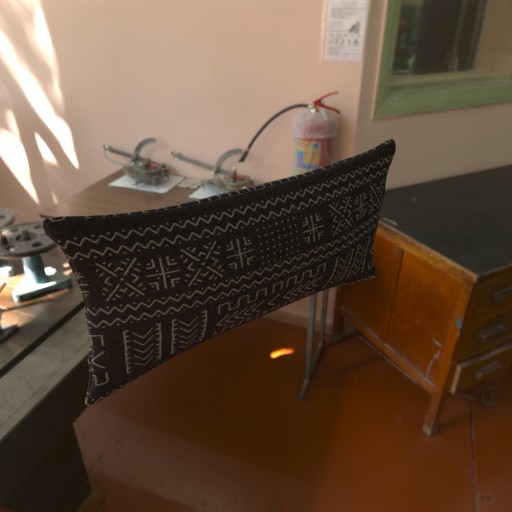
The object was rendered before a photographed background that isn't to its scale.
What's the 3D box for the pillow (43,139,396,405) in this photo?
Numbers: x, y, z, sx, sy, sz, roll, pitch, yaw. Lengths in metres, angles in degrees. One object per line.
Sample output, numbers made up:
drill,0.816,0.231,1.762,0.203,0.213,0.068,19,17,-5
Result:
pillow,0.000,0.000,0.790,0.667,0.322,0.135,-19,35,-30
